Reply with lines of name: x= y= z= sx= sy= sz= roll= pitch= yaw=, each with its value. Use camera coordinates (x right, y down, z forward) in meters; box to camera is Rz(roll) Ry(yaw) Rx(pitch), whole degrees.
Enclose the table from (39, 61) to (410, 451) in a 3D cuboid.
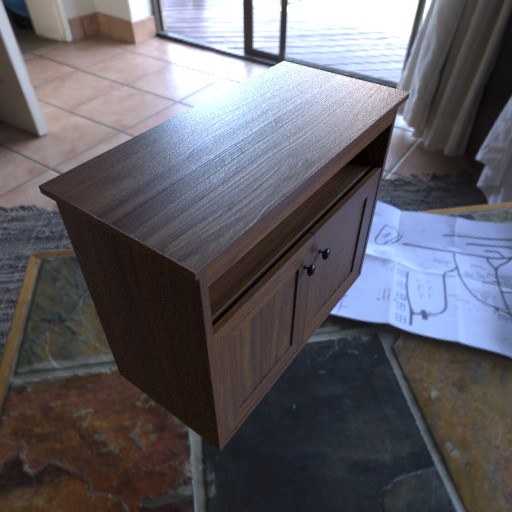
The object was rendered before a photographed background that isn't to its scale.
table: x=0.000 y=0.000 z=1.200 sx=0.390 sy=0.725 sz=0.802 roll=26 pitch=49 yaw=26
